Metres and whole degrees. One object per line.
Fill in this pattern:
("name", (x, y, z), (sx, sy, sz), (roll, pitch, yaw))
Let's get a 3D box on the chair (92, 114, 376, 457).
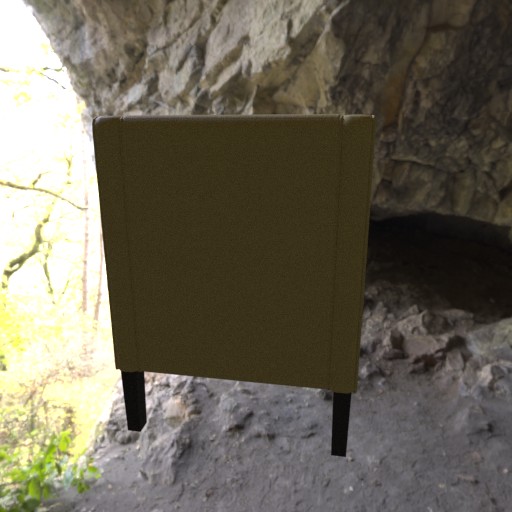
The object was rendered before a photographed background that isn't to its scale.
("chair", (0.000, 0.000, 1.511), (0.696, 0.896, 0.814), (3, 16, 10))
